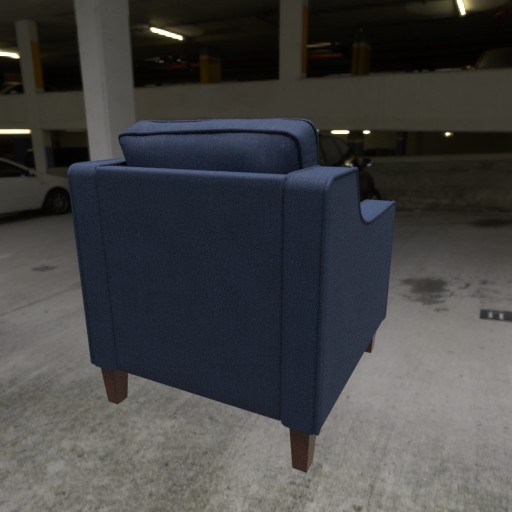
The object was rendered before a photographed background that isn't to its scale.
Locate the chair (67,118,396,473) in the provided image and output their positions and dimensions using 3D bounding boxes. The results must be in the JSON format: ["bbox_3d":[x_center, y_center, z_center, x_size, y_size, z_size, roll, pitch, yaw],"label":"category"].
[{"bbox_3d":[0.000,0.000,1.639,0.831,0.960,0.909,8,18,26],"label":"chair"}]
